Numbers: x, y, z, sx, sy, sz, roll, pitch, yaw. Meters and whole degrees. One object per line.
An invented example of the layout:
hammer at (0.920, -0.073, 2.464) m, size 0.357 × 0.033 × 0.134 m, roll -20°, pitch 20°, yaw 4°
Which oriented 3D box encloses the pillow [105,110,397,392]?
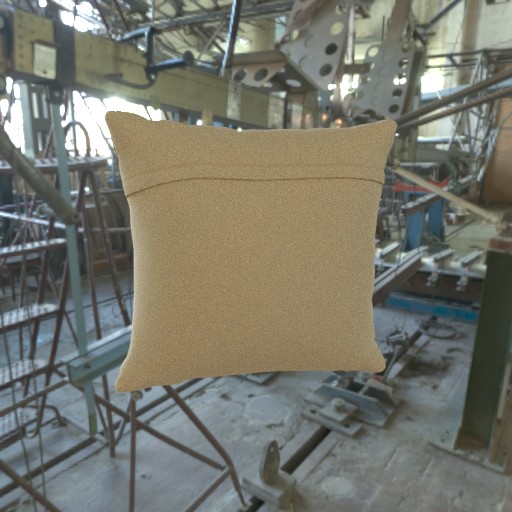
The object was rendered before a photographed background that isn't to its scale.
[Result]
pillow at (0.000, 0.000, 0.818) m, size 0.536 × 0.506 × 0.229 m, roll -2°, pitch 13°, yaw -9°
